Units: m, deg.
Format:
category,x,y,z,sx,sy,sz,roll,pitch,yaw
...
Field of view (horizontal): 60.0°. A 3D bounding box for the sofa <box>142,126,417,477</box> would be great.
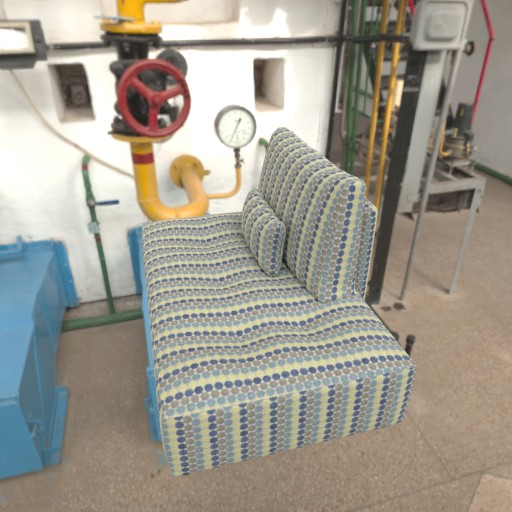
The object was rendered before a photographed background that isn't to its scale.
category,x,y,z,sx,sy,sz,roll,pitch,yaw
sofa,0.000,0.000,2.001,1.000,0.820,1.450,-8,31,-13
